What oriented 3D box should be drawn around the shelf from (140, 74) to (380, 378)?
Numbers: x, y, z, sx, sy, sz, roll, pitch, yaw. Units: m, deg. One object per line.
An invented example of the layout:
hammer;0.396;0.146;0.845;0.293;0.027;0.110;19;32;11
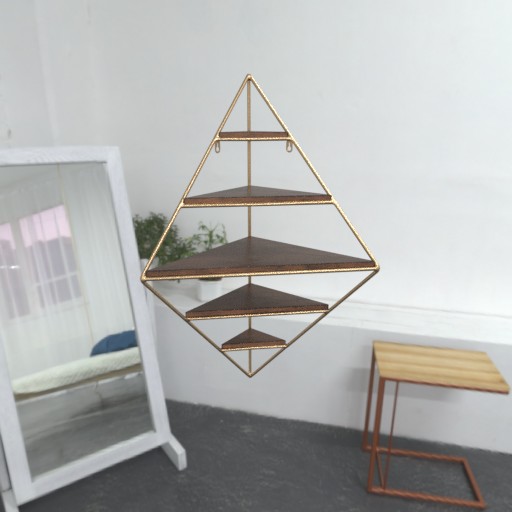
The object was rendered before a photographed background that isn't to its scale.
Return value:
shelf;0.000;0.000;1.166;0.564;0.913;0.294;-2;18;-7
